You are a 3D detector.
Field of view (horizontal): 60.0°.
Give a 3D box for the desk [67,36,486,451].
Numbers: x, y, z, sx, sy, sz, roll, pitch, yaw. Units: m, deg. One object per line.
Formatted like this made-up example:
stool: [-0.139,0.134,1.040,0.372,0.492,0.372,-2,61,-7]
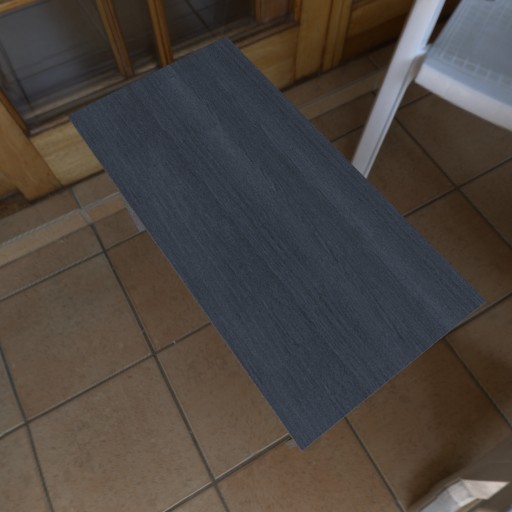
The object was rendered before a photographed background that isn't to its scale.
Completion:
desk: [0.000,0.000,1.501,0.557,0.729,1.099,-33,70,-14]
